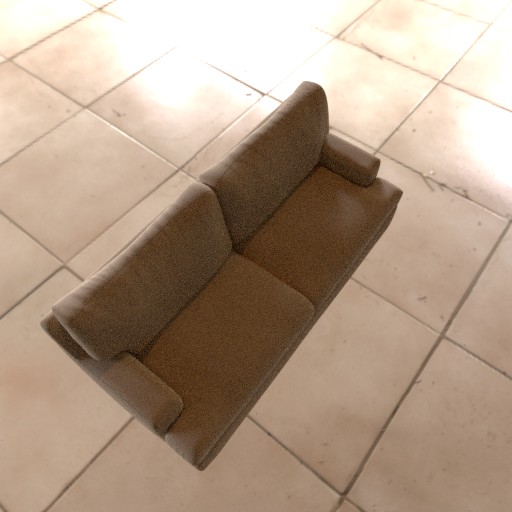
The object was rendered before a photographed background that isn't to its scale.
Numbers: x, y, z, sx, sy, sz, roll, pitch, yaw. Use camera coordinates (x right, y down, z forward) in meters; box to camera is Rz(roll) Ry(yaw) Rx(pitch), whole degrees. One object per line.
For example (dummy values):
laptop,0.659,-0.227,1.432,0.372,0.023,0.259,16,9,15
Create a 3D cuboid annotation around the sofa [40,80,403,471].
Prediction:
sofa,0.000,0.000,2.596,0.929,0.925,2.147,33,64,19
